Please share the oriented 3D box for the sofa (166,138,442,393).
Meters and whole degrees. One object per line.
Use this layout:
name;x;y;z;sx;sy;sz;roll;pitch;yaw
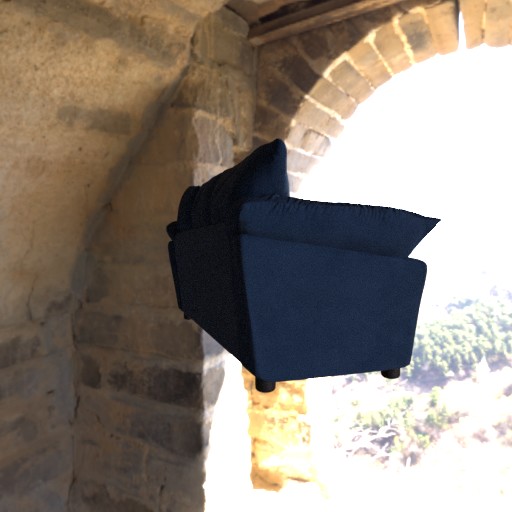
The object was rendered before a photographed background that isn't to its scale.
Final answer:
sofa;0.000;0.000;2.860;0.907;1.091;2.390;0;1;-18
